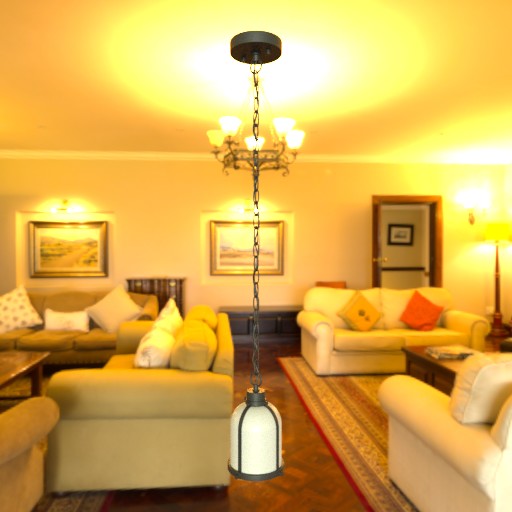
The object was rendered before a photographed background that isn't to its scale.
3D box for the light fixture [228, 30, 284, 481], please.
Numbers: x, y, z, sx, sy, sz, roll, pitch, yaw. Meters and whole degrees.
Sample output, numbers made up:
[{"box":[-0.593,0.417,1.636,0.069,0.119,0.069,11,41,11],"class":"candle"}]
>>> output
[{"box":[0.000,0.000,1.235,0.178,1.181,0.178,0,1,36],"class":"light fixture"}]
